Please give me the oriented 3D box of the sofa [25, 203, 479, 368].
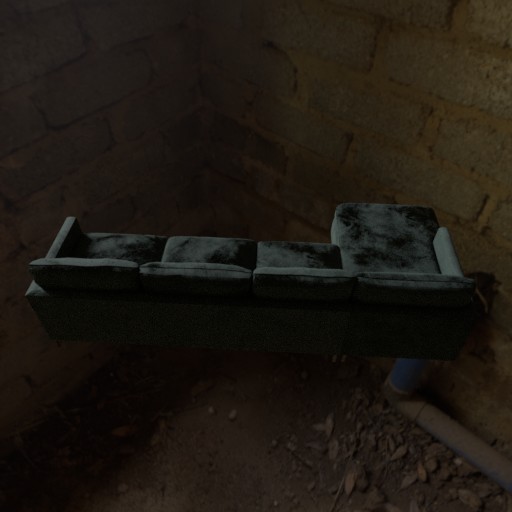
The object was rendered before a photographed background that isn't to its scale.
[{"bbox_3d":[0.000,0.000,3.936,3.400,0.967,1.500,3,46,2],"label":"sofa"}]
